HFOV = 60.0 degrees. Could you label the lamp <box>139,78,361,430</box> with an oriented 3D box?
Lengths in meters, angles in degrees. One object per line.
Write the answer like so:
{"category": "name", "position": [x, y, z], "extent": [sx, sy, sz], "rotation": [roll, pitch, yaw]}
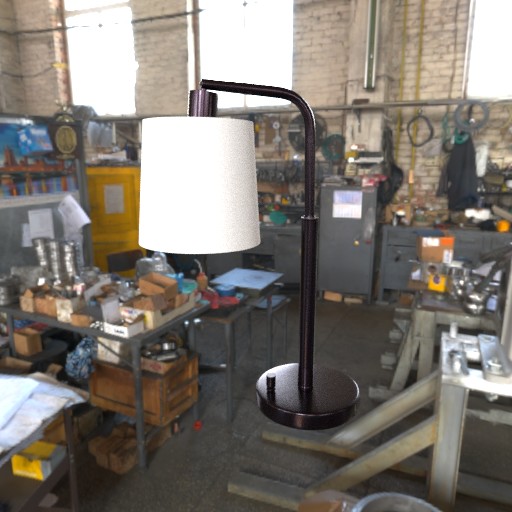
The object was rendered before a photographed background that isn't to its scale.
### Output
{"category": "lamp", "position": [0.000, 0.000, 0.654], "extent": [0.333, 0.489, 0.171], "rotation": [-2, 13, -9]}
